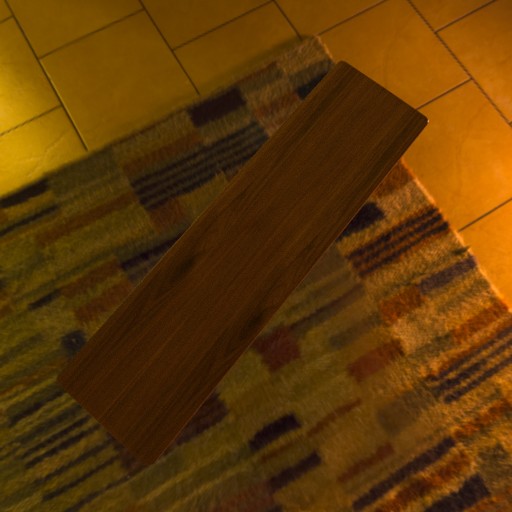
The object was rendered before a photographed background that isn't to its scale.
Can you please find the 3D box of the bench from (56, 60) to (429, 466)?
[{"bbox_3d":[0.000,0.000,1.780,0.425,0.462,1.570,39,79,9],"label":"bench"}]
